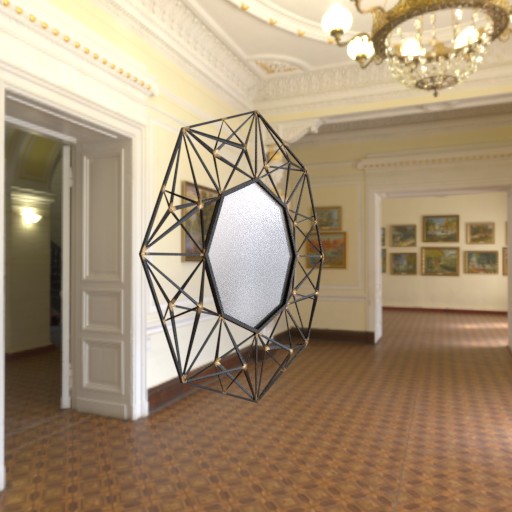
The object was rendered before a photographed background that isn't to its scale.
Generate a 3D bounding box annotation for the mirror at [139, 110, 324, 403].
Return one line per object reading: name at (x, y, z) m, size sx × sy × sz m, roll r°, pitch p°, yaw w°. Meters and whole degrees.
mirror at (0.000, 0.000, 1.076) m, size 0.094 × 0.710 × 0.710 m, roll 0°, pitch -1°, yaw 36°
